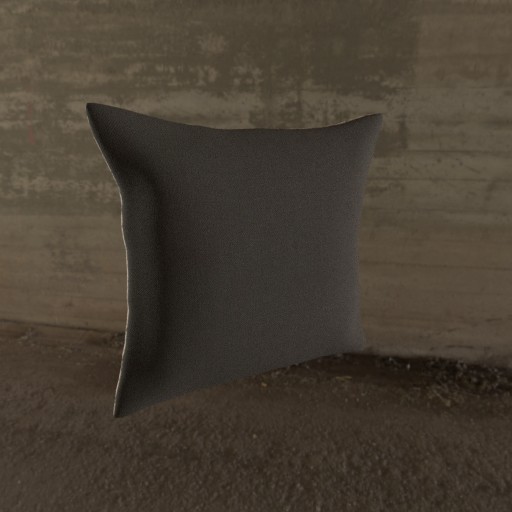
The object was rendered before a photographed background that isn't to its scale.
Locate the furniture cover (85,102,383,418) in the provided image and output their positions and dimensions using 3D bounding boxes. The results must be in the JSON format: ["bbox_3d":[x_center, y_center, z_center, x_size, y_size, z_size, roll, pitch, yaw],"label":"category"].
[{"bbox_3d":[0.000,0.000,0.779,0.525,0.498,0.180,-8,18,-25],"label":"furniture cover"}]
